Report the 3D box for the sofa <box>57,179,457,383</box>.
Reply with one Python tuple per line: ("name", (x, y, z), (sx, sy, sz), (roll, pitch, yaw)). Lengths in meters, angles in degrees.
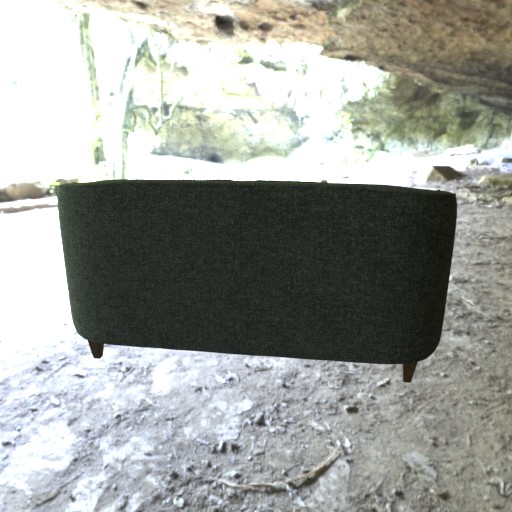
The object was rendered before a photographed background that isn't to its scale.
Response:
("sofa", (0.000, 0.000, 2.225), (1.733, 0.855, 0.941), (2, 17, 8))
